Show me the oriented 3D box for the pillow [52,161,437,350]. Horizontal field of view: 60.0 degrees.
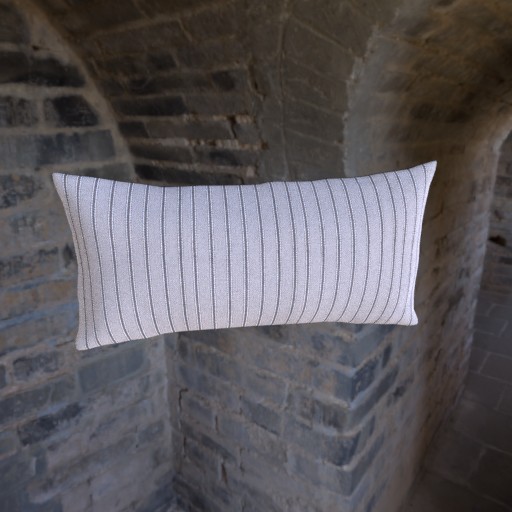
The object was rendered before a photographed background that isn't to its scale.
[{"bbox_3d":[0.000,0.000,0.738,0.609,0.305,0.151,-2,16,-8],"label":"pillow"}]
